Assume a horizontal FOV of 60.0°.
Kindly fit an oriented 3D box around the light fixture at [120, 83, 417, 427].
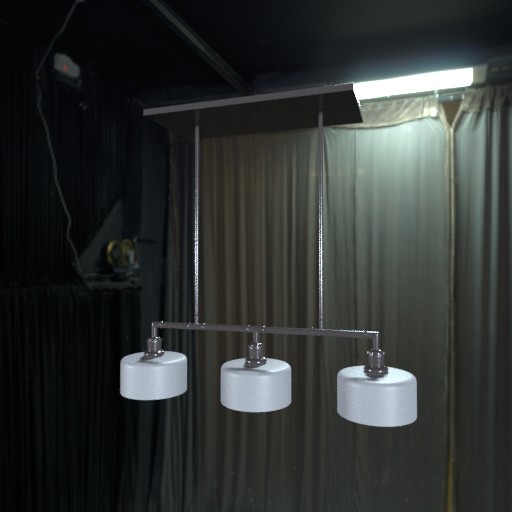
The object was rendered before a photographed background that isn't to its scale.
[{"bbox_3d":[0.000,0.000,0.859,0.582,0.557,0.177,0,-1,18],"label":"light fixture"}]
